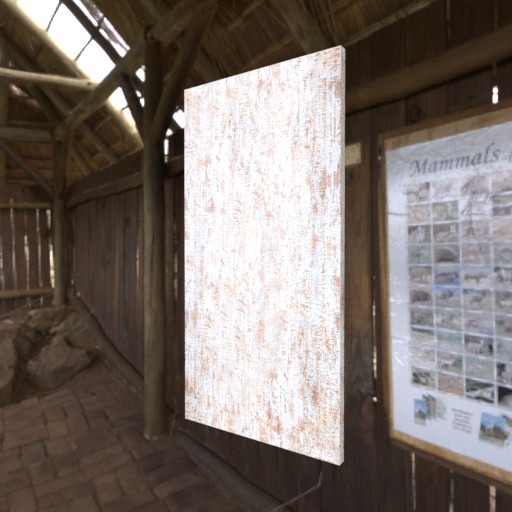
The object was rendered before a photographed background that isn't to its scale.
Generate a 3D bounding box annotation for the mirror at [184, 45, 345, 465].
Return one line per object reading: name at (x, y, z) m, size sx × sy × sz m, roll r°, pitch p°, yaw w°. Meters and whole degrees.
mirror at (0.000, 0.000, 1.119) m, size 0.472 × 0.922 × 0.027 m, roll 1°, pitch 1°, yaw 35°
